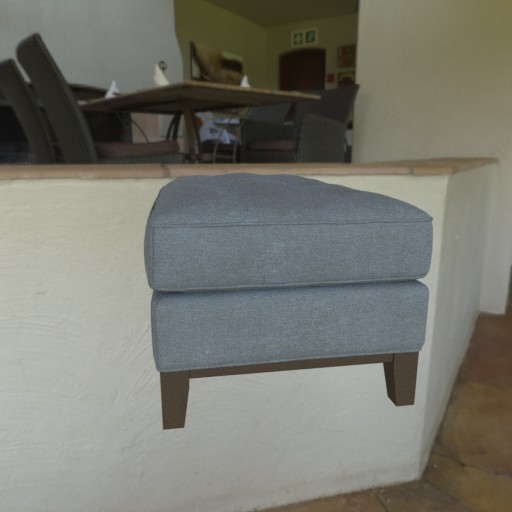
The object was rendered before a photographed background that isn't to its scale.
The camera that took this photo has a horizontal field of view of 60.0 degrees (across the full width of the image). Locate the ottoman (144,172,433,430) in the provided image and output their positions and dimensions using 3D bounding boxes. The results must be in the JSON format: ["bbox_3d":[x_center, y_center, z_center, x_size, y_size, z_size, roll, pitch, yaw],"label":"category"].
[{"bbox_3d":[0.000,0.000,1.488,0.648,0.514,1.143,-2,14,-9],"label":"ottoman"}]
